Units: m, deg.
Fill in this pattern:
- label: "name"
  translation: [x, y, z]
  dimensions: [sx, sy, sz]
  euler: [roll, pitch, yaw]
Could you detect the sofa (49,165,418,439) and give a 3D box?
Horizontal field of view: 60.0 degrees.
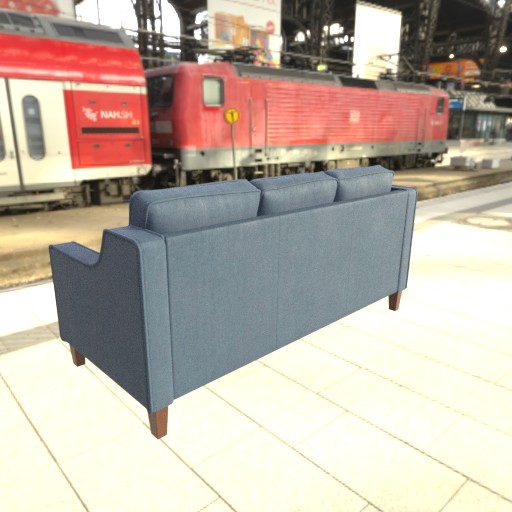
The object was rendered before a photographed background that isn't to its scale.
- label: "sofa"
  translation: [0.000, 0.000, 2.562]
  dimensions: [1.986, 0.974, 0.911]
  euler: [-15, 22, -42]
